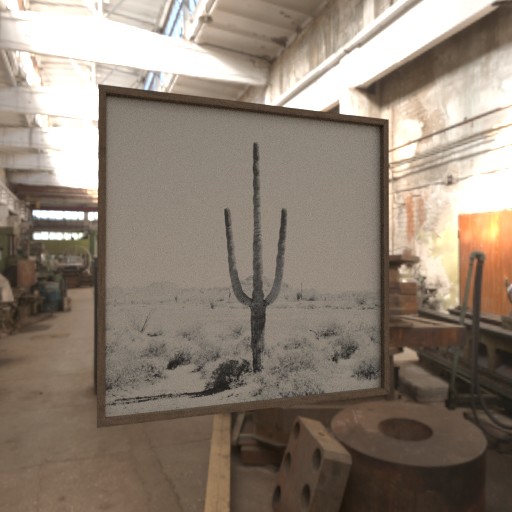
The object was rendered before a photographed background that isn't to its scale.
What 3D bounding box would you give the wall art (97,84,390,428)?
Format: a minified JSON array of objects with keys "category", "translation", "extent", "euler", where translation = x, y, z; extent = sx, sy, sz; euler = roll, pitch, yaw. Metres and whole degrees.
[{"category":"wall art","translation":[0.000,0.000,0.755],"extent":[0.508,0.508,0.038],"euler":[0,-1,-19]}]
